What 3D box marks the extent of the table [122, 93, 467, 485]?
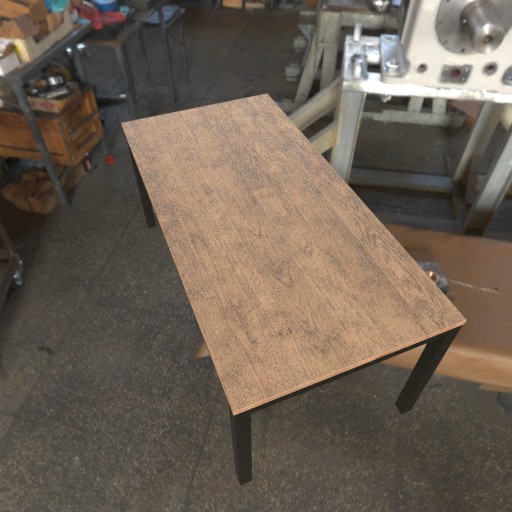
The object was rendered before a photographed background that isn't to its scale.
[{"bbox_3d":[0.000,0.000,2.322,0.893,0.767,1.805,-17,50,-15],"label":"table"}]
